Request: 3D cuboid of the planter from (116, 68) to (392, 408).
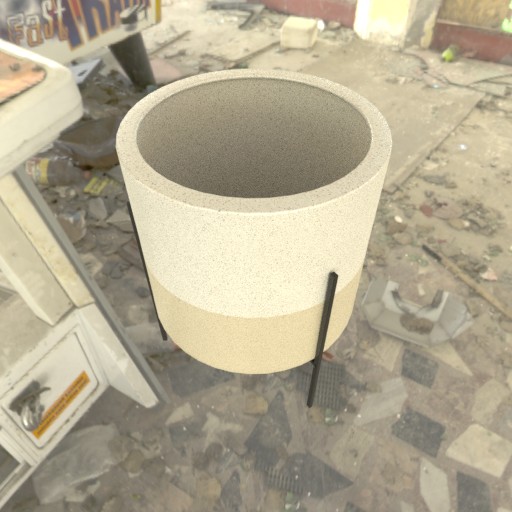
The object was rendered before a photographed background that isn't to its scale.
[{"bbox_3d":[0.000,0.000,0.750,0.359,0.484,0.368,-25,51,-22],"label":"planter"}]
